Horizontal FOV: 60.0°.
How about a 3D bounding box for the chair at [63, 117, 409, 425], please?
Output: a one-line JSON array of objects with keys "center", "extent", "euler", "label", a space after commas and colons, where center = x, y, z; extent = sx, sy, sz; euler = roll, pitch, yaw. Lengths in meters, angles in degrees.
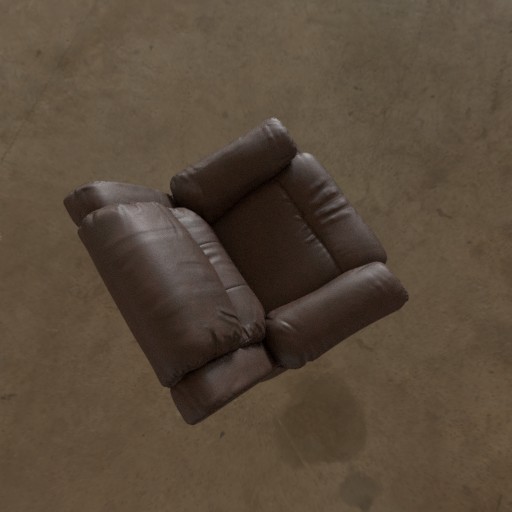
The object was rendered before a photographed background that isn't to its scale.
[{"center": [0.000, 0.000, 1.261], "extent": [0.707, 0.702, 0.680], "euler": [-32, 76, -9], "label": "chair"}]
